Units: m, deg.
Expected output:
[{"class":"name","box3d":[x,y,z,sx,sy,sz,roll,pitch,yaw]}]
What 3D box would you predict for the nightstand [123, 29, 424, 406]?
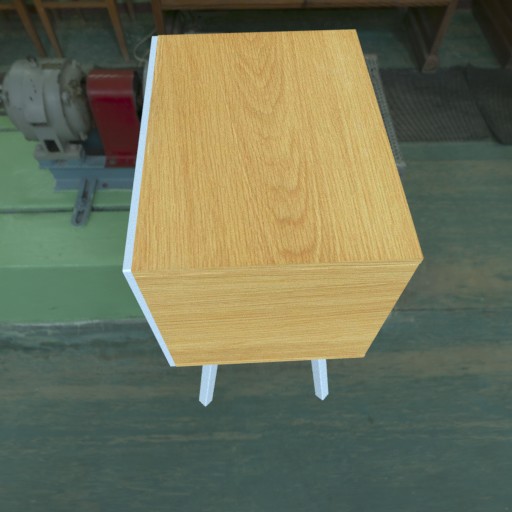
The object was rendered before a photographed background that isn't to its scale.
[{"class":"nightstand","box3d":[0.000,0.000,0.801,0.316,0.601,0.400,-2,58,-2]}]
